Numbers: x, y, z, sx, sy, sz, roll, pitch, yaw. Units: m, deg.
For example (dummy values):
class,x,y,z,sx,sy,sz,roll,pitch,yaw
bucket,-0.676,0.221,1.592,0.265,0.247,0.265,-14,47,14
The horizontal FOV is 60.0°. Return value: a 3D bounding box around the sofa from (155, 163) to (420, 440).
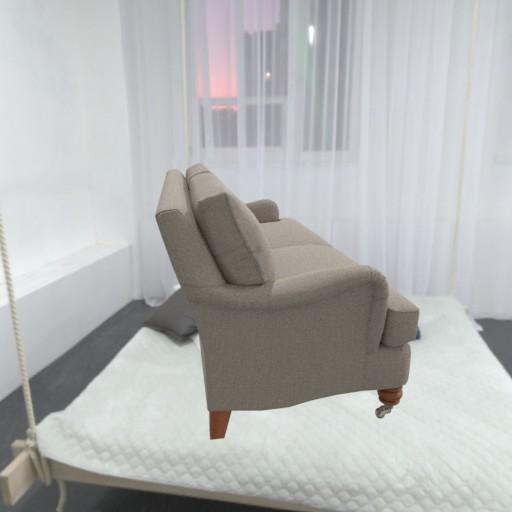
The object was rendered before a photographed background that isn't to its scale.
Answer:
class,x,y,z,sx,sy,sz,roll,pitch,yaw
sofa,0.000,0.000,2.756,1.087,1.054,2.160,-3,15,-10
